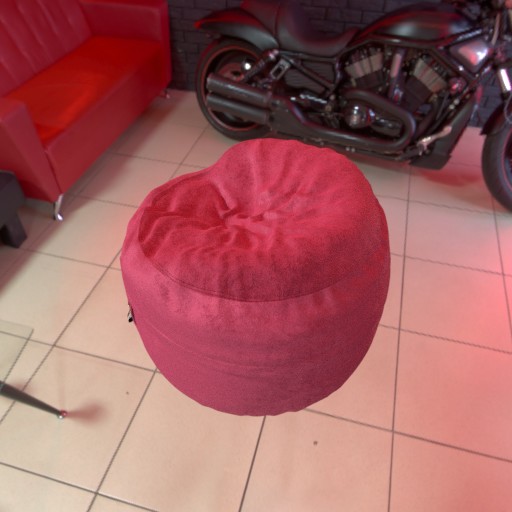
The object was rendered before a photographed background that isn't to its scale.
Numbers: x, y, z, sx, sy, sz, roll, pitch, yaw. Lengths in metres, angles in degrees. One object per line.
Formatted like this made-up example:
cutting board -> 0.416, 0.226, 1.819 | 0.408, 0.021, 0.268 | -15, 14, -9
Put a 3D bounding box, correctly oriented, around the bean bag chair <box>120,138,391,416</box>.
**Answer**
bean bag chair -> 0.000, 0.000, 2.044 | 1.218, 0.788, 1.218 | 0, 45, 0
